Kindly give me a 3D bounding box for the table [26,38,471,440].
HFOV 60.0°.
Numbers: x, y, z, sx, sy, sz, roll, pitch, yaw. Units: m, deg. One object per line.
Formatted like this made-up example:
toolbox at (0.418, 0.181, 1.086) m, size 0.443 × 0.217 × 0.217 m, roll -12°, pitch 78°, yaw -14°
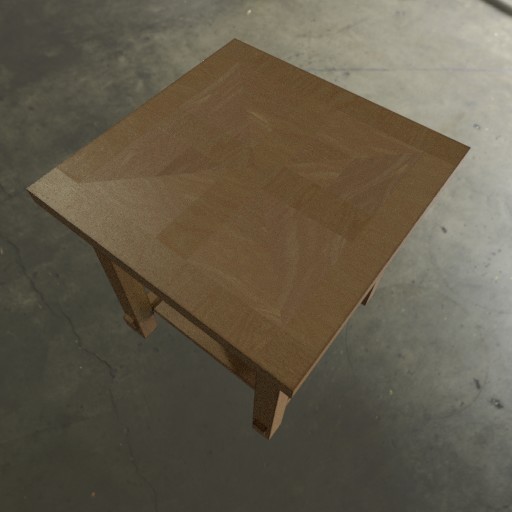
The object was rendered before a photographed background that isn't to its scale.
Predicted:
table at (0.000, 0.000, 1.123) m, size 0.610 × 0.638 × 0.612 m, roll 33°, pitch 63°, yaw 19°
